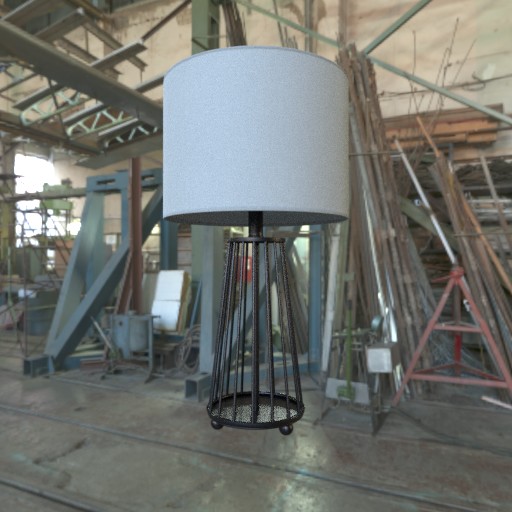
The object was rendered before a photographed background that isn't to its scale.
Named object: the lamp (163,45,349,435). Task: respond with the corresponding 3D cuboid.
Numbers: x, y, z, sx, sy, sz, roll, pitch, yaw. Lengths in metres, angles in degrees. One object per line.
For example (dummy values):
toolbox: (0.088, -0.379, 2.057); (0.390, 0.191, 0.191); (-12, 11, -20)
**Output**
lamp: (0.000, 0.000, 0.784); (0.322, 0.593, 0.322); (0, 0, -20)
